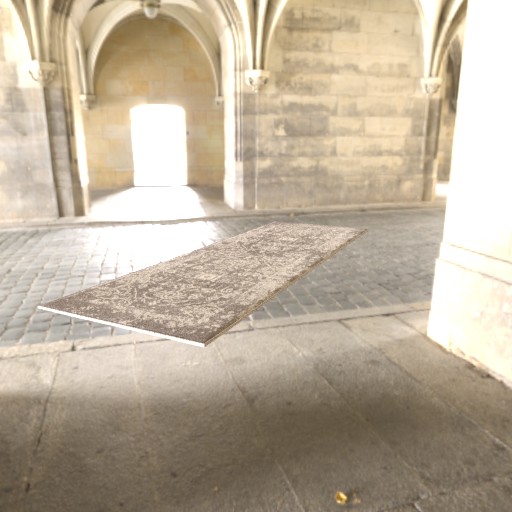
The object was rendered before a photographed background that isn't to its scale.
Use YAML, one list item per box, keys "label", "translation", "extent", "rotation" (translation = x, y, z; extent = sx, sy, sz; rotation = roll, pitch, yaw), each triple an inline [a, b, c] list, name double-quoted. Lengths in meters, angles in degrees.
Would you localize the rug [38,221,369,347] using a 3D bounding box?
- label: "rug"
  translation: [0.000, 0.000, 2.762]
  extent: [0.855, 0.017, 2.452]
  rotation: [7, 16, 26]
